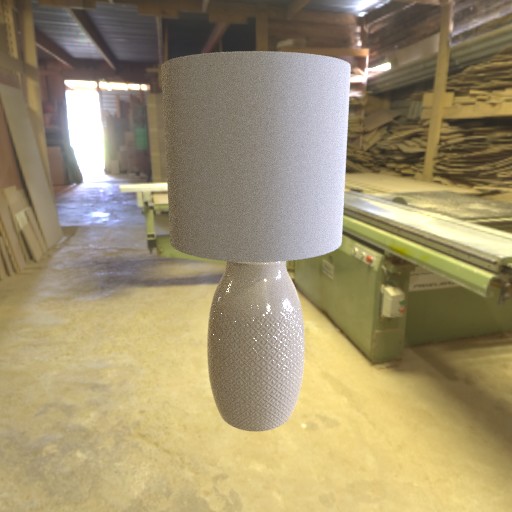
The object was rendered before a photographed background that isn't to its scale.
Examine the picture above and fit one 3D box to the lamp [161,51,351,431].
[{"bbox_3d":[0.000,0.000,0.576,0.217,0.453,0.217,-2,15,-9],"label":"lamp"}]
